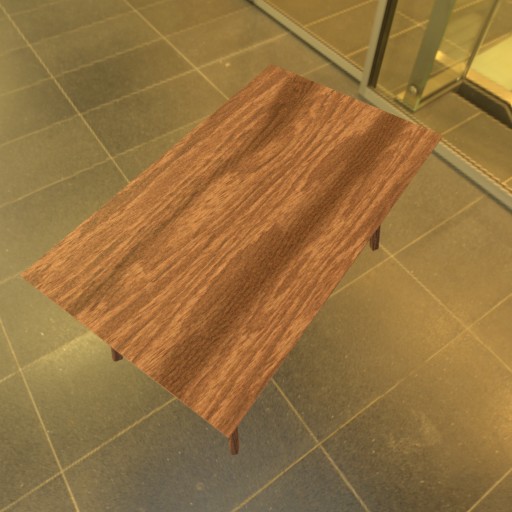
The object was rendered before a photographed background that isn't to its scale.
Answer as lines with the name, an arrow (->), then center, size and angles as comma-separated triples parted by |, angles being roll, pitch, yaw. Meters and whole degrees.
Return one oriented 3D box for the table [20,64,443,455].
table -> 0.000, 0.000, 1.825 | 0.801, 0.724, 1.349 | 31, 61, 19
